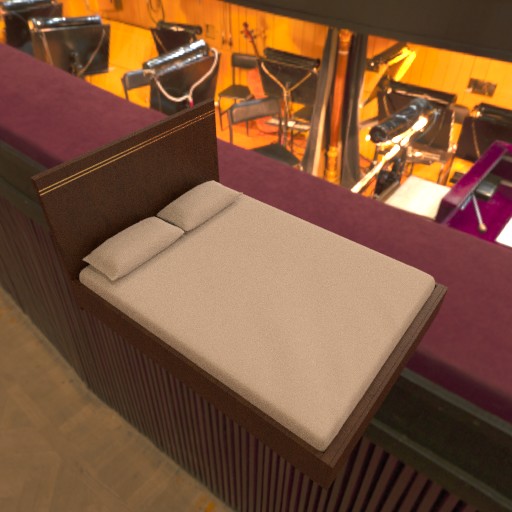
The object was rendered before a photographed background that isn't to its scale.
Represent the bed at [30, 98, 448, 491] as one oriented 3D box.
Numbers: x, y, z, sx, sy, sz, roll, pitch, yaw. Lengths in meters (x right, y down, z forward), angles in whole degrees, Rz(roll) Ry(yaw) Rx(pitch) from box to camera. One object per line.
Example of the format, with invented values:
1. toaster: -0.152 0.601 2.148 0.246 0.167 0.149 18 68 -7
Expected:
1. bed: 0.000 0.000 3.030 2.221 1.169 1.613 27 47 28
